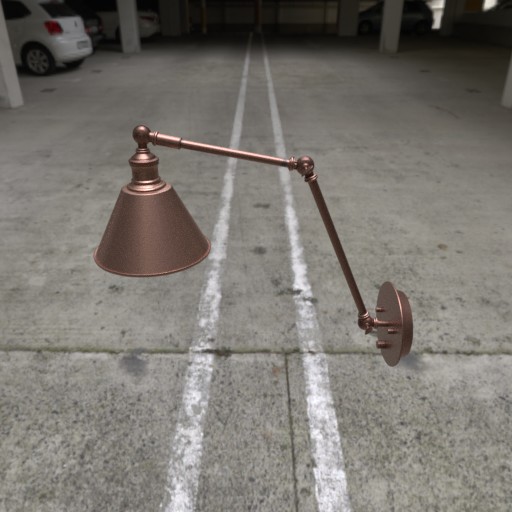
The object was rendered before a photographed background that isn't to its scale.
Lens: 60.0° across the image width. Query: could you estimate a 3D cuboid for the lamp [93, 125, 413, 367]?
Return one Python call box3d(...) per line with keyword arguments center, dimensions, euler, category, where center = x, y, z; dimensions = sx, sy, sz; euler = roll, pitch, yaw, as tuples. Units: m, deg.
box3d(center=(0.000, 0.000, 0.877), dimensions=(0.624, 0.502, 0.223), euler=(0, 26, 0), category="lamp")
